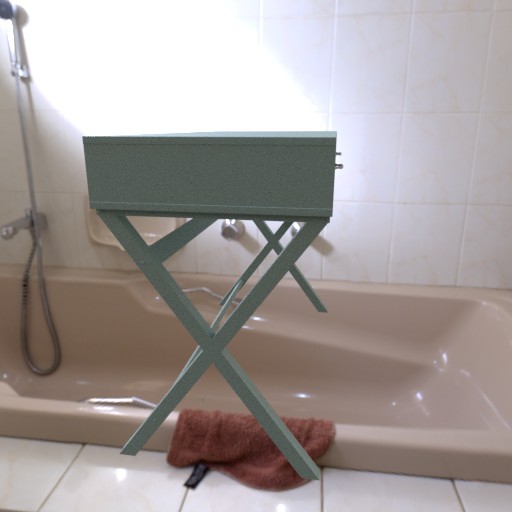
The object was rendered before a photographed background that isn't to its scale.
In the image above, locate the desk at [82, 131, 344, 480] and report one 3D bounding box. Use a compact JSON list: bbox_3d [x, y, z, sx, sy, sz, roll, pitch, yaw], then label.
[{"bbox_3d":[0.000,0.000,1.457,0.525,0.780,1.057,3,17,10],"label":"desk"}]
